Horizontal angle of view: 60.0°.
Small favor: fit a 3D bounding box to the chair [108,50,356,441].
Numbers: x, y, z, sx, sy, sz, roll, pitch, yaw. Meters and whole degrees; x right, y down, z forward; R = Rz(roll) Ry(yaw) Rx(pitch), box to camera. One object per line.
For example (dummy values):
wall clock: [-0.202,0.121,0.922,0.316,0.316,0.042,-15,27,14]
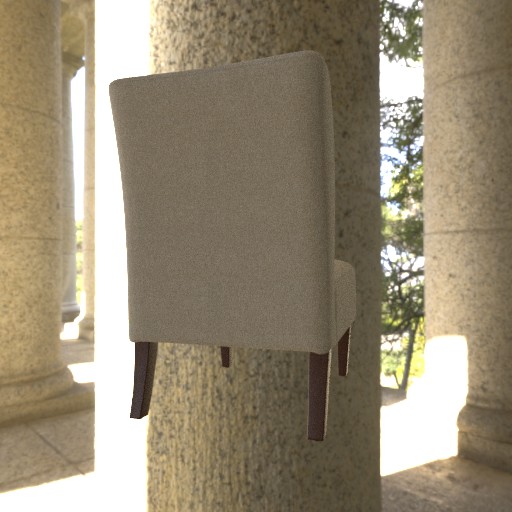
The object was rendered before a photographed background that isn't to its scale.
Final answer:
chair: [0.000,0.000,1.309,0.521,0.833,0.754,0,-1,18]
